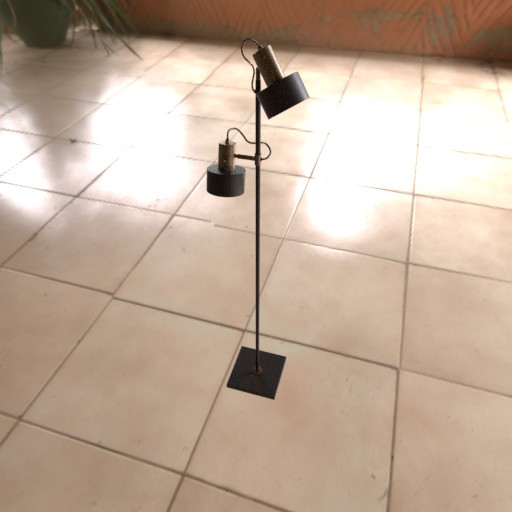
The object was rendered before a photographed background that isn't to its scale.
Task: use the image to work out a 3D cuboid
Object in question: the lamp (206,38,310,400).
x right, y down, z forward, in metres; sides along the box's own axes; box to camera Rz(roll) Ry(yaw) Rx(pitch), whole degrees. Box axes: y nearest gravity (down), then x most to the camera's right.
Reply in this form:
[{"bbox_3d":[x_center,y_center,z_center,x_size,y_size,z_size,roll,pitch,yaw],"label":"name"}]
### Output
[{"bbox_3d":[0.000,0.000,1.647,0.315,1.505,0.233,11,42,12],"label":"lamp"}]
